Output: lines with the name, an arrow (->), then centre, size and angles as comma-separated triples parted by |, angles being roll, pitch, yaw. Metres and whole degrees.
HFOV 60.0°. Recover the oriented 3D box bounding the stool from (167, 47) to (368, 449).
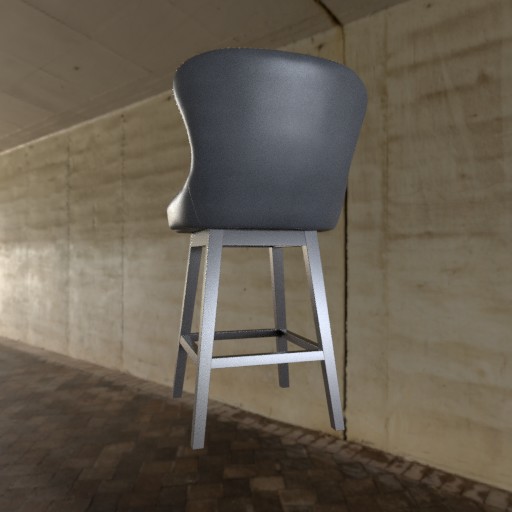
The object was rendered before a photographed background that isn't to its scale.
stool -> 0.000, 0.000, 1.315 | 0.528, 0.971, 0.593 | 0, 0, -17
